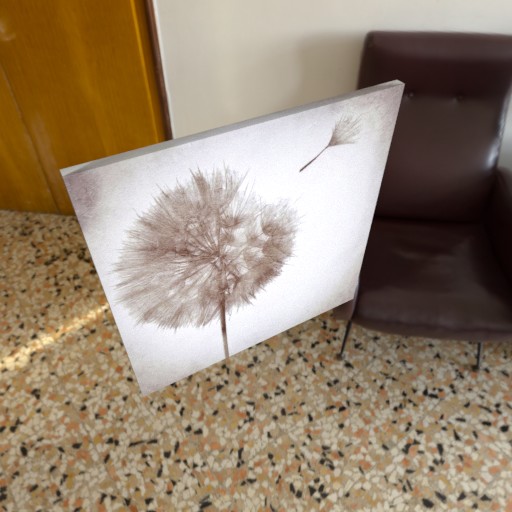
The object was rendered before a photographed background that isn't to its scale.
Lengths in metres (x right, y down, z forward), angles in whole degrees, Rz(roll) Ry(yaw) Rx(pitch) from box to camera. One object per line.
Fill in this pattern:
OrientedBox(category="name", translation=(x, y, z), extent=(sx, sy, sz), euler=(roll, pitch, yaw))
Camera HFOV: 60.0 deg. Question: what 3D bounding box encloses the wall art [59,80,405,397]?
OrientedBox(category="wall art", translation=(0.000, 0.000, 1.155), extent=(0.762, 0.762, 0.027), euler=(-21, 49, -20))
